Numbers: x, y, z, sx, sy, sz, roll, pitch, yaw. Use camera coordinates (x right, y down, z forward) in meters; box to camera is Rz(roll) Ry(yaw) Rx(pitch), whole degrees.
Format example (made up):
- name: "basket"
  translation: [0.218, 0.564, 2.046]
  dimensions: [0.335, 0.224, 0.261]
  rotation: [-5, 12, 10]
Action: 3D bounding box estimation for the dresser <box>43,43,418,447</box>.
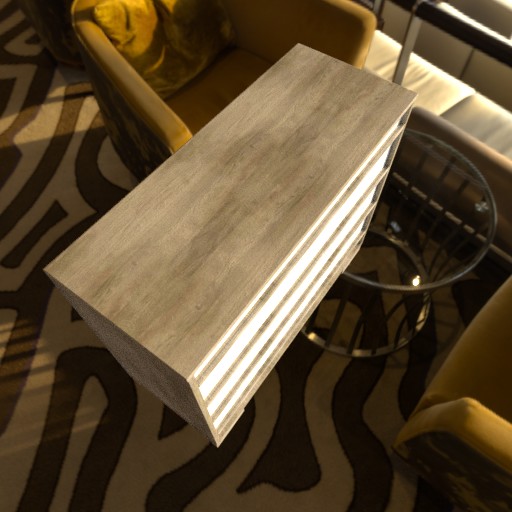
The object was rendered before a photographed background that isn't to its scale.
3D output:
- name: "dresser"
  translation: [0.000, 0.000, 1.439]
  dimensions: [0.404, 0.816, 0.994]
  rotation: [32, 63, 18]
